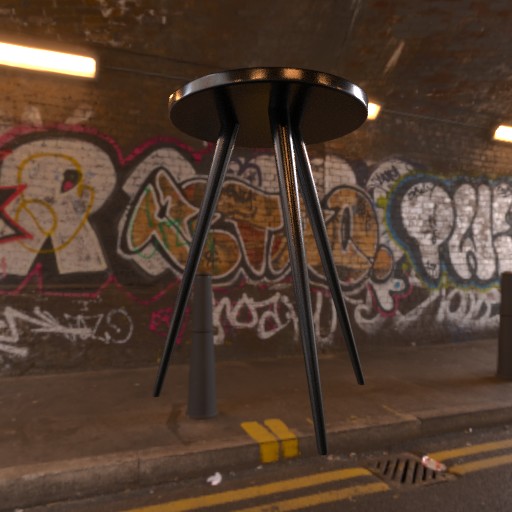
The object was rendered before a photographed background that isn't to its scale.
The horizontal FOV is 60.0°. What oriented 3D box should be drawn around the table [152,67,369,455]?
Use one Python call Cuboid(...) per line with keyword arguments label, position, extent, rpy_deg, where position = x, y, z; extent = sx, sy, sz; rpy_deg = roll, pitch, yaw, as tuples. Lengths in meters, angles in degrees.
Cuboid(label="table", position=(0.000, 0.000, 0.834), extent=(0.415, 0.548, 0.403), rpy_deg=(0, -2, 18))
